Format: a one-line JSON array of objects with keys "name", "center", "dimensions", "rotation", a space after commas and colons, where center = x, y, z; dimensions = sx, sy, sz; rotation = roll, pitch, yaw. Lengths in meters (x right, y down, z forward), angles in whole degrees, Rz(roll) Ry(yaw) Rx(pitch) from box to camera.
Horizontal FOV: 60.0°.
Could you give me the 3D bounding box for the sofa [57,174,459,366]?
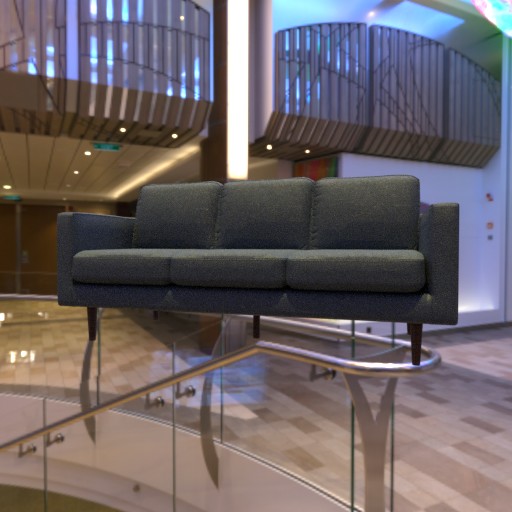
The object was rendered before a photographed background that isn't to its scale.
[{"name": "sofa", "center": [0.000, 0.000, 2.521], "dimensions": [2.013, 0.945, 0.935], "rotation": [0, 2, 17]}]
